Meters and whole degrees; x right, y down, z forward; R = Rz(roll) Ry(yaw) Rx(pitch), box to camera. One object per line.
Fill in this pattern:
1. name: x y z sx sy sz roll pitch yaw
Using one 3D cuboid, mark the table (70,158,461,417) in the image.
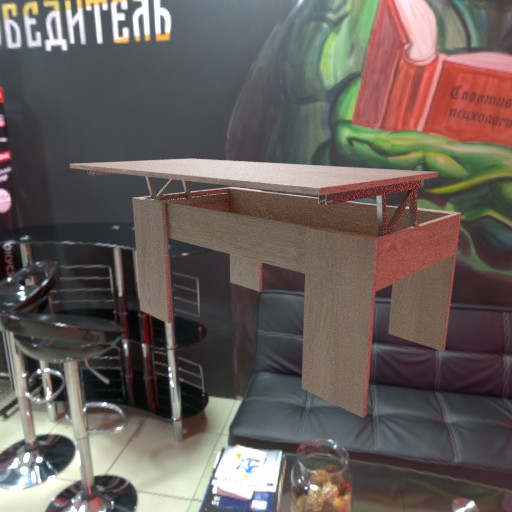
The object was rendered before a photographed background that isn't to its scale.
1. table: 0.000 0.000 1.425 1.000 0.570 0.711 14 21 42
